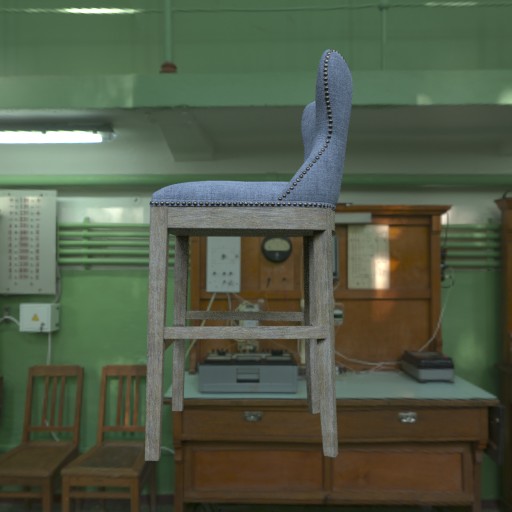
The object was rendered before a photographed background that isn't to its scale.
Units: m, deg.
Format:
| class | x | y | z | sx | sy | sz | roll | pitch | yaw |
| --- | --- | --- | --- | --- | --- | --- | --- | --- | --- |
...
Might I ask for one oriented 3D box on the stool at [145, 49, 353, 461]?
| class | x | y | z | sx | sy | sz | roll | pitch | yaw |
| --- | --- | --- | --- | --- | --- | --- | --- | --- | --- |
| stool | 0.000 | 0.000 | 1.421 | 0.606 | 1.123 | 0.494 | 0 | -1 | 0 |
